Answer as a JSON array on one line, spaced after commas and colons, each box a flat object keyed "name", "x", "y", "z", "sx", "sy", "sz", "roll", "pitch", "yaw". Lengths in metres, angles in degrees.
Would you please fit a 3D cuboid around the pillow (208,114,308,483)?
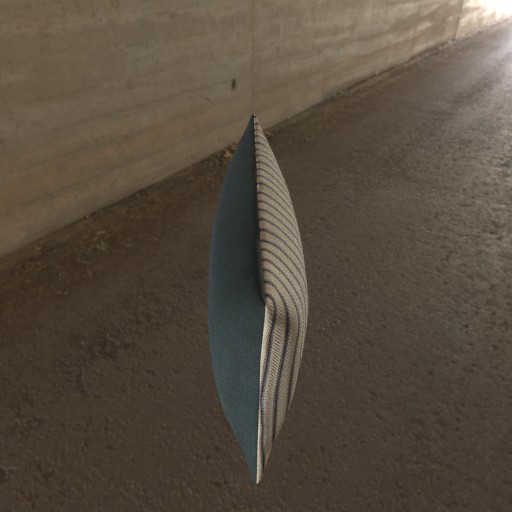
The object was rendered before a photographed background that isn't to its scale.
[{"name": "pillow", "x": 0.000, "y": 0.000, "z": 0.737, "sx": 0.151, "sy": 0.305, "sz": 0.609, "roll": -1, "pitch": 33, "yaw": -1}]
